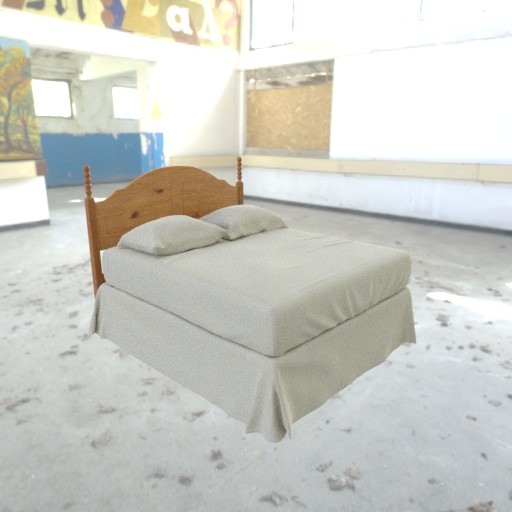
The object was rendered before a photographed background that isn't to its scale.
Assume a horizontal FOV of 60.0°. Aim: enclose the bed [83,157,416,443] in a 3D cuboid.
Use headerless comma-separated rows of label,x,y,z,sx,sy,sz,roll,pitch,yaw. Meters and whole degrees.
bed,0.000,0.000,3.394,2.040,1.356,1.873,14,21,42
